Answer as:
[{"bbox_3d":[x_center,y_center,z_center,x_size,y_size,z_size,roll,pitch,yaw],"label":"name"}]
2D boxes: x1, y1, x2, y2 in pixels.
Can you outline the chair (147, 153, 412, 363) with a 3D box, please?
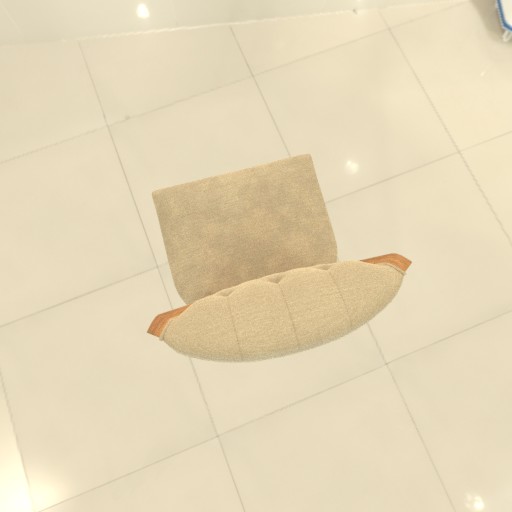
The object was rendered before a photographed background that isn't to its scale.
[{"bbox_3d":[0.000,0.000,1.243,0.513,0.905,0.584,-14,76,-4],"label":"chair"}]
